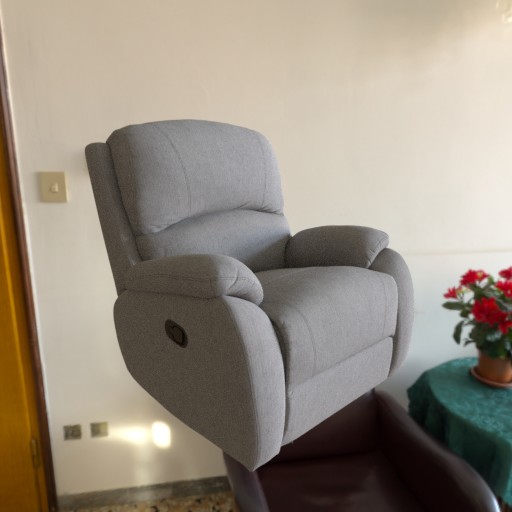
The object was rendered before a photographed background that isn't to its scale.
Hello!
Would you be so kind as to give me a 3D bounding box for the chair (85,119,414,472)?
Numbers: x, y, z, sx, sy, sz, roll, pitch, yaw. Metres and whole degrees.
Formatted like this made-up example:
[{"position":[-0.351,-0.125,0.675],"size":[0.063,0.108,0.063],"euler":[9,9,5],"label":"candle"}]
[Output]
[{"position":[0.000,0.000,1.665],"size":[0.899,1.011,0.930],"euler":[13,18,44],"label":"chair"}]
